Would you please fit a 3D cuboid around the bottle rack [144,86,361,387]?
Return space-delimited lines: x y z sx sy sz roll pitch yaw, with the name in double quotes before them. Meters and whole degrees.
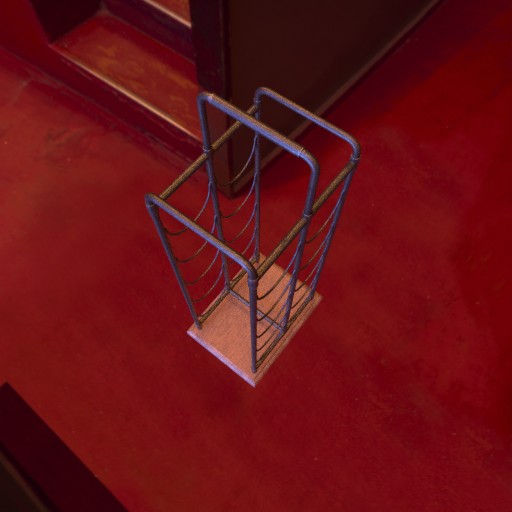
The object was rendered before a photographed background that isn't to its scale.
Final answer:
"bottle rack" 0.000 0.000 0.790 0.208 0.680 0.276 35 69 16
